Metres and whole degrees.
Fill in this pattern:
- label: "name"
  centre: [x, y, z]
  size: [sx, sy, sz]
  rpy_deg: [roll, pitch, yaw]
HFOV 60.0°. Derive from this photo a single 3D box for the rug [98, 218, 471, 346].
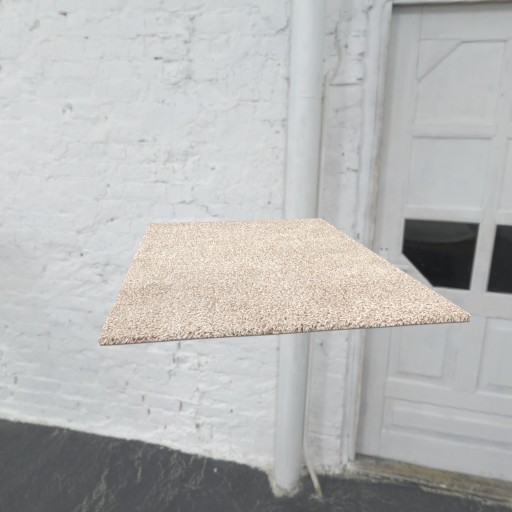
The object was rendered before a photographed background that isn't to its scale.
- label: "rug"
  centre: [0.000, 0.000, 2.255]
  size: [1.219, 0.030, 1.778]
  rpy_deg: [-2, 16, -8]
